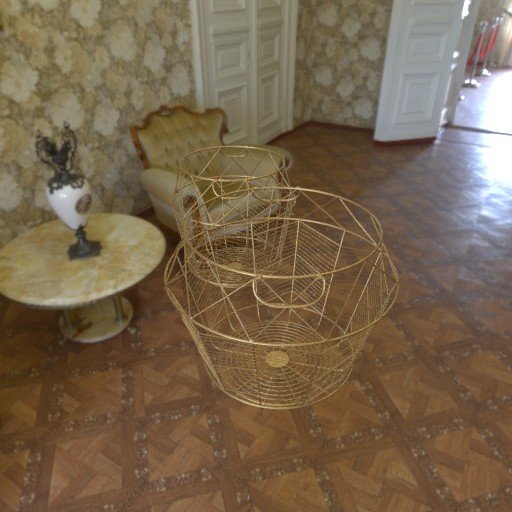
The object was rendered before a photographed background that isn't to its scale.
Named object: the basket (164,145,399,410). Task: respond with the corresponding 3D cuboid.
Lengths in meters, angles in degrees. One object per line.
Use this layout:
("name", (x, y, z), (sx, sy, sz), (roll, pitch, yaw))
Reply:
("basket", (0.000, 0.000, 1.056), (0.451, 0.343, 0.805), (-8, 32, -13))
